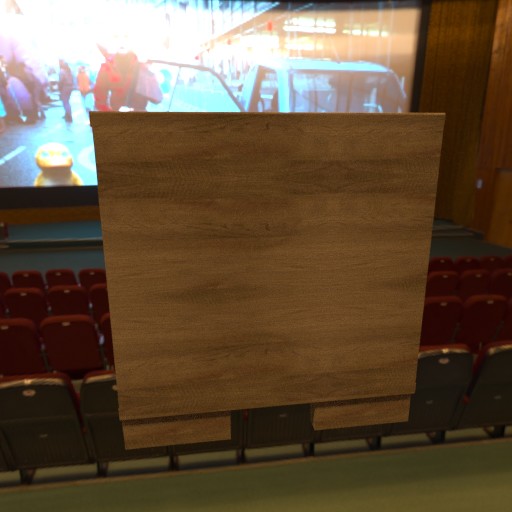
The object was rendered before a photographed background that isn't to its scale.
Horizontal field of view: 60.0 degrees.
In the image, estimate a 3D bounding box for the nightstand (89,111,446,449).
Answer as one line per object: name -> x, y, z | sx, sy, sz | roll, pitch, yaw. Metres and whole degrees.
nightstand -> 0.000, 0.000, 0.745 | 0.427, 0.448, 0.347 | -2, 16, -8
